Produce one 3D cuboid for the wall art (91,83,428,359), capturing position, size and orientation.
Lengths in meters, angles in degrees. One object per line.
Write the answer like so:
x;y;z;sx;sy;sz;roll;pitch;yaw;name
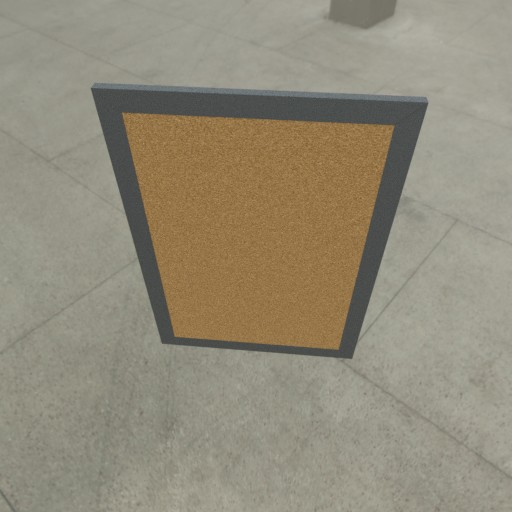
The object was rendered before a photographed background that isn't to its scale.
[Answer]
0.000;0.000;0.692;0.380;0.534;0.013;4;46;4;wall art
